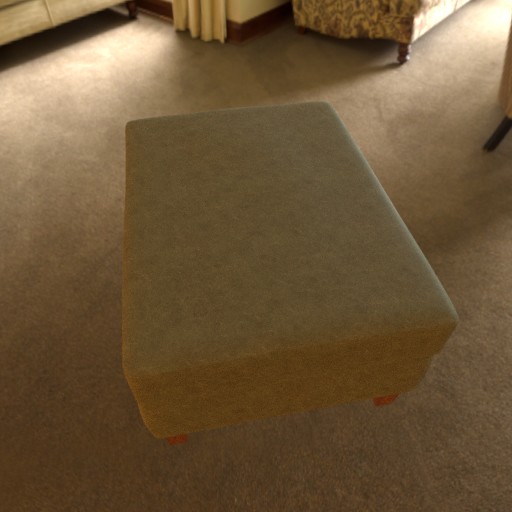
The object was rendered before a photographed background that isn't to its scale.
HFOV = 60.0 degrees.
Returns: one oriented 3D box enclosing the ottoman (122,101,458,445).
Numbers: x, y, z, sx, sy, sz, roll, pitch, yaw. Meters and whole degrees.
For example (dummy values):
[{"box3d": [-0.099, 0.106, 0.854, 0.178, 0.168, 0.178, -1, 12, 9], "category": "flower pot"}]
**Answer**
[{"box3d": [0.000, 0.000, 1.202, 0.639, 0.464, 0.839, -8, 48, -7], "category": "ottoman"}]
